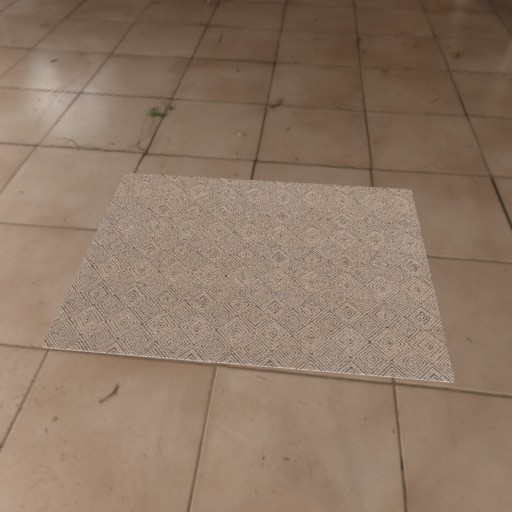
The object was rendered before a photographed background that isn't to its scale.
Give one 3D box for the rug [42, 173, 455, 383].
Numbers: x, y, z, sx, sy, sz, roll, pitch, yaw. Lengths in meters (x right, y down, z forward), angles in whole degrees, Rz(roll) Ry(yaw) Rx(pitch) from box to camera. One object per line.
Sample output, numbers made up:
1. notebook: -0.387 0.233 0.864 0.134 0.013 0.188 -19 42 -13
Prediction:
1. rug: 0.000 0.000 2.920 2.238 0.008 1.593 4 48 4
